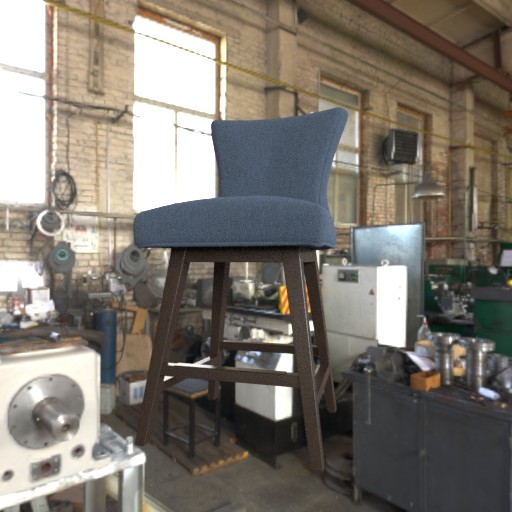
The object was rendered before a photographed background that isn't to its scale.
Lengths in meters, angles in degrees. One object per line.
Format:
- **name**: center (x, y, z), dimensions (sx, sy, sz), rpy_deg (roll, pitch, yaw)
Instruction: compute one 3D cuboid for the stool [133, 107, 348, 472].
- **stool**: center (0.000, 0.000, 1.349), dimensions (0.514, 1.000, 0.574), rpy_deg (0, -1, 18)
